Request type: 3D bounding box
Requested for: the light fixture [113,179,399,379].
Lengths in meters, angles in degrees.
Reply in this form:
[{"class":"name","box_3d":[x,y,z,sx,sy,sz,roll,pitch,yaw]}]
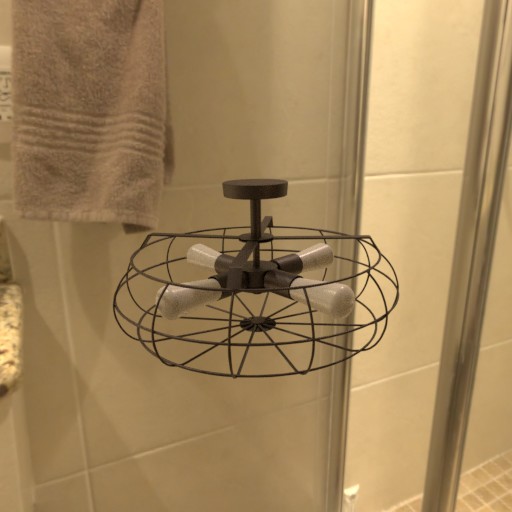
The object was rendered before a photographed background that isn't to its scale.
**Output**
[{"class":"light fixture","box_3d":[0.000,0.000,0.929,0.582,0.311,0.582,0,16,0]}]
